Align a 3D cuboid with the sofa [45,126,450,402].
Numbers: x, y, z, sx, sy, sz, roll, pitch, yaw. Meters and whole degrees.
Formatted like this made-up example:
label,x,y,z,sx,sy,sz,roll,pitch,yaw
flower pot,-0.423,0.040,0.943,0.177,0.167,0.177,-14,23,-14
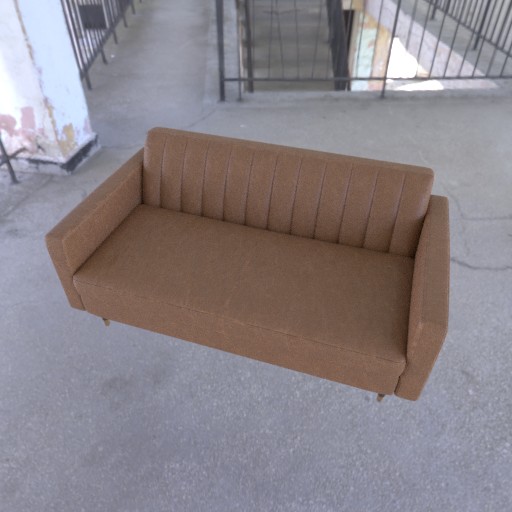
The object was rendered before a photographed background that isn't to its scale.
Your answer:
label,x,y,z,sx,sy,sz,roll,pitch,yaw
sofa,0.000,0.000,2.352,1.847,0.821,0.993,12,43,14
